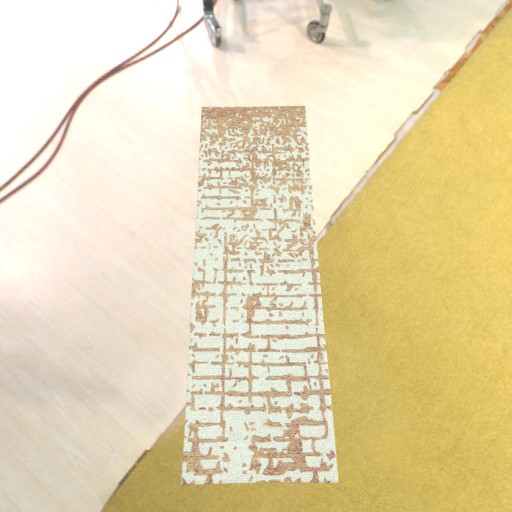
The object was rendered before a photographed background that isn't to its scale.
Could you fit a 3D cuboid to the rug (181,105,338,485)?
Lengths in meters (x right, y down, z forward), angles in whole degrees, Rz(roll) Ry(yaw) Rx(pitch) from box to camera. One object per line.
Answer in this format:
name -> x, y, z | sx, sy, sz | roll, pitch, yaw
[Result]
rug -> 0.000, 0.000, 2.660 | 0.750, 0.011, 2.435 | -1, 63, 0
